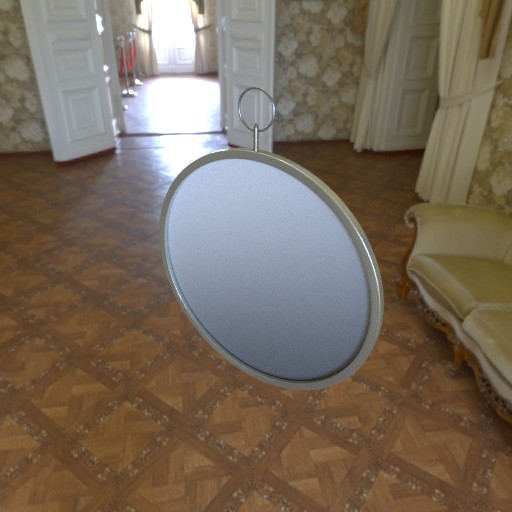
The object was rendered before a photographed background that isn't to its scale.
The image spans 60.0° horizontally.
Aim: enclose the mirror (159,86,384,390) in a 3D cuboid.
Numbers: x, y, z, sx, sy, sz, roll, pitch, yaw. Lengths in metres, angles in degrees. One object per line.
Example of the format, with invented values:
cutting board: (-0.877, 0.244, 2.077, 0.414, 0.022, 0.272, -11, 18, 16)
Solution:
mirror: (0.000, 0.000, 0.988, 0.594, 0.713, 0.020, 18, 34, 30)
